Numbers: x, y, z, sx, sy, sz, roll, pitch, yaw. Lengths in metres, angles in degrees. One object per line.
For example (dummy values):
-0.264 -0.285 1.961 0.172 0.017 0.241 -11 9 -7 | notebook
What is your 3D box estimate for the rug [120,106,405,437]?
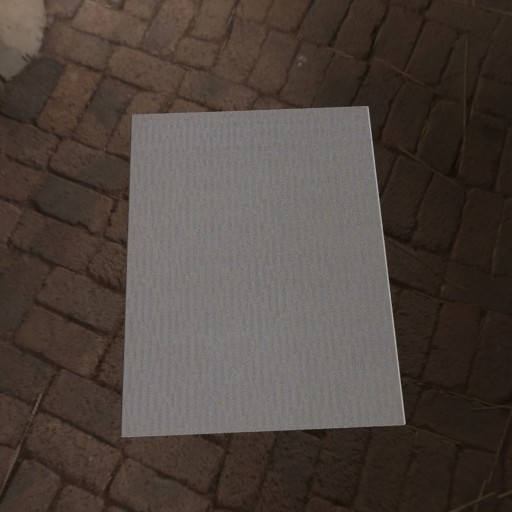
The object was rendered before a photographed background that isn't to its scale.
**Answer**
0.000 0.000 4.124 2.410 0.021 3.055 -2 76 -1 | rug
